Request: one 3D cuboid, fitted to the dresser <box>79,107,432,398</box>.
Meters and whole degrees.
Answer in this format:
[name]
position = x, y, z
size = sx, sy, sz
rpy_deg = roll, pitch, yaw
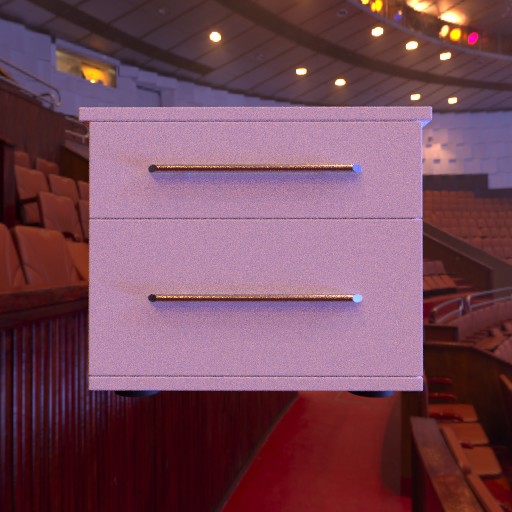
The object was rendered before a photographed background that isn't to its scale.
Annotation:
[dresser]
position = 0.000, 0.000, 0.724
size = 0.430, 0.360, 0.400
rpy_deg = 0, 0, 0
